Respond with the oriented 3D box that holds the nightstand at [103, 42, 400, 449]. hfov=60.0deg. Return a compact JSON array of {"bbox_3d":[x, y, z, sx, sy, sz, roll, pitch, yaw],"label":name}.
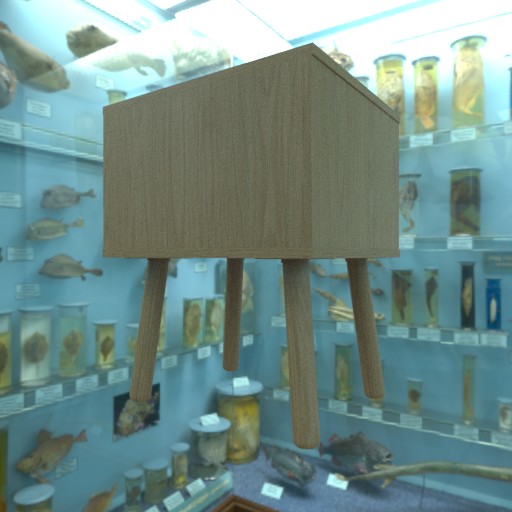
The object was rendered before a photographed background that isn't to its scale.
[{"bbox_3d":[0.000,0.000,0.875,0.450,0.571,0.380,0,0,35],"label":"nightstand"}]
